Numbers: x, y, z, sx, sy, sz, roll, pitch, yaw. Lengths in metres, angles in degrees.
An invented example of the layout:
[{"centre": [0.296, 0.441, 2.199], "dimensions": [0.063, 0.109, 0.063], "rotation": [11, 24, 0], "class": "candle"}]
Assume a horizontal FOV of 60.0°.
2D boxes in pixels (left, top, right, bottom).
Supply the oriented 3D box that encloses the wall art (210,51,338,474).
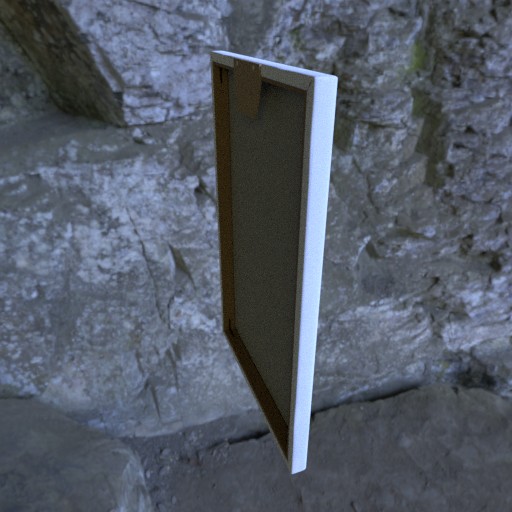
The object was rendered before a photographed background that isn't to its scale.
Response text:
[{"centre": [0.000, 0.000, 1.129], "dimensions": [0.048, 0.916, 0.602], "rotation": [-10, 30, -18], "class": "wall art"}]
